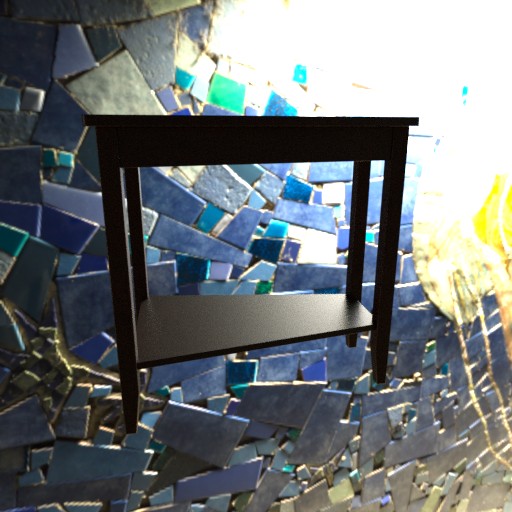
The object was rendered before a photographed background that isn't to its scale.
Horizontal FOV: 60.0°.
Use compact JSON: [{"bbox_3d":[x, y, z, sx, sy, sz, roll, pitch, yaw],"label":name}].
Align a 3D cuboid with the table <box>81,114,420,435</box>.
[{"bbox_3d":[0.000,0.000,0.987,0.605,0.589,0.399,-3,17,-9],"label":"table"}]
